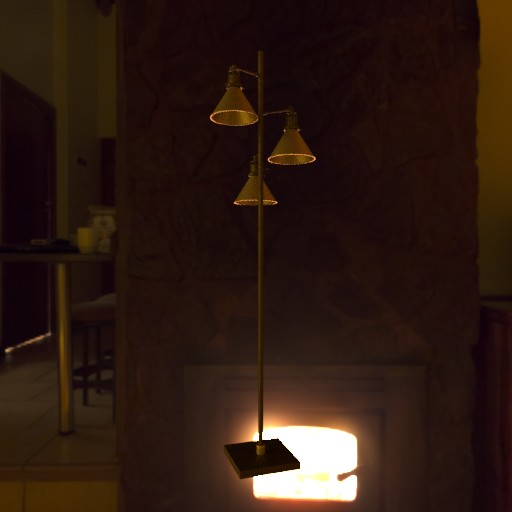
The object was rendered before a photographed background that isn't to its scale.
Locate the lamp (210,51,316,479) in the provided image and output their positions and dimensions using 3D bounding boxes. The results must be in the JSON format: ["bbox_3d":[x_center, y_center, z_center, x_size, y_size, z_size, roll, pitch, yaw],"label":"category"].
[{"bbox_3d":[0.000,0.000,1.880,0.428,1.716,0.415,0,0,-19],"label":"lamp"}]
